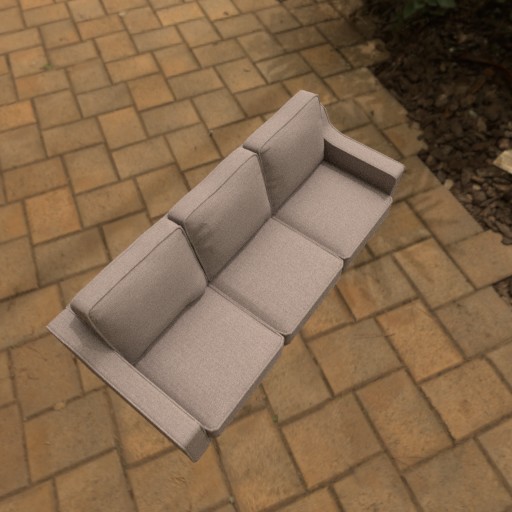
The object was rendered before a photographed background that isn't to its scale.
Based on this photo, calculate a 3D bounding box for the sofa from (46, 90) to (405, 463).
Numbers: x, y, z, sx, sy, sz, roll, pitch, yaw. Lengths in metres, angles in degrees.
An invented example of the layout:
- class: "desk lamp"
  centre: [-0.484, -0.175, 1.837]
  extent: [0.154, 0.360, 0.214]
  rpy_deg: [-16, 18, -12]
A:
- class: "sofa"
  centre: [0.000, 0.000, 2.642]
  extent: [0.899, 0.950, 2.129]
  rpy_deg: [33, 64, 19]
